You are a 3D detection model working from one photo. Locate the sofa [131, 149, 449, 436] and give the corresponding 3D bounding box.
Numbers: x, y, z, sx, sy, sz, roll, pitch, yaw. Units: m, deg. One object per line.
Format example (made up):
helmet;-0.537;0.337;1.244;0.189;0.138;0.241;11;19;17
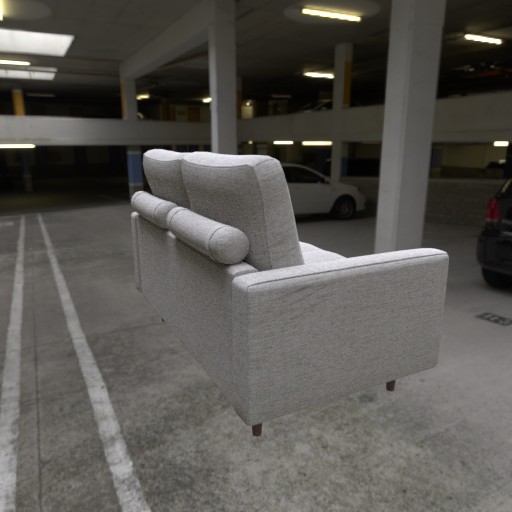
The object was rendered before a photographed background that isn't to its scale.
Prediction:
sofa;0.000;0.000;1.963;0.842;0.907;1.407;-7;16;-26
